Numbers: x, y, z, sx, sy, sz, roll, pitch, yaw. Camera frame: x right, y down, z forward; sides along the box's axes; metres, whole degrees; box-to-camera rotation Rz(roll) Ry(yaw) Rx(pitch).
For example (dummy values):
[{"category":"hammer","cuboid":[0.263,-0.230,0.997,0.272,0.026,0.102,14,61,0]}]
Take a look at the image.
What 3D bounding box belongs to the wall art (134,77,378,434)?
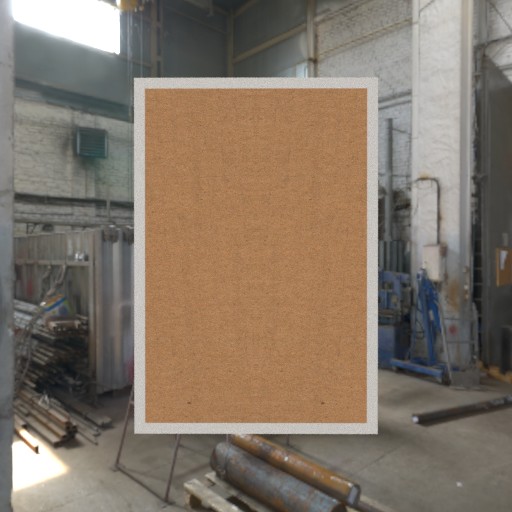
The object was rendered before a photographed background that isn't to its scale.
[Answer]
[{"category":"wall art","cuboid":[0.000,0.000,0.545,0.293,0.428,0.025,0,0,0]}]
